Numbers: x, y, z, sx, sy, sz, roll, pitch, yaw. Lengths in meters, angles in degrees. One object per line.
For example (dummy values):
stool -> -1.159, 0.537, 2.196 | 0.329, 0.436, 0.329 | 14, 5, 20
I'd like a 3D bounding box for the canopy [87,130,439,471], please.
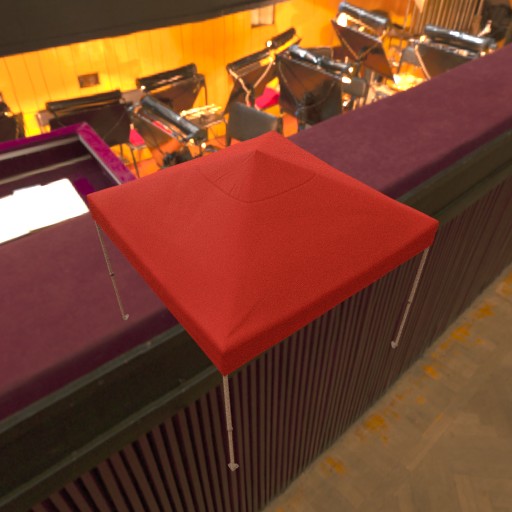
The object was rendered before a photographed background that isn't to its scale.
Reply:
canopy -> 0.000, 0.000, 5.715 | 2.998, 2.997, 2.996 | -27, 48, -27
